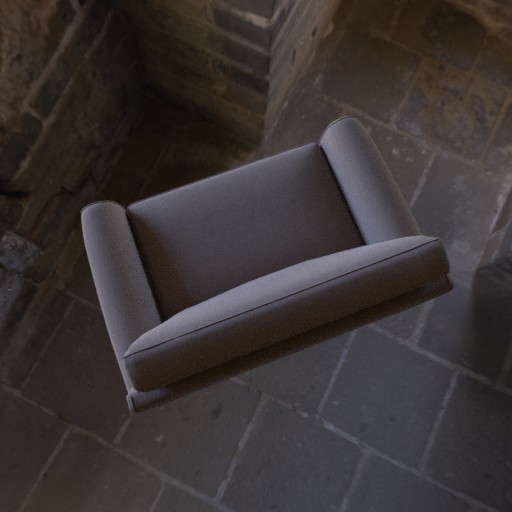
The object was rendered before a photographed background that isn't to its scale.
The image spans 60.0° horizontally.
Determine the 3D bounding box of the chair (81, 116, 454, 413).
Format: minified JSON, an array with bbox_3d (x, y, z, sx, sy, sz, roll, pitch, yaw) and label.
[{"bbox_3d":[0.000,0.000,2.029,1.390,0.930,0.930,-20,76,-5],"label":"chair"}]
